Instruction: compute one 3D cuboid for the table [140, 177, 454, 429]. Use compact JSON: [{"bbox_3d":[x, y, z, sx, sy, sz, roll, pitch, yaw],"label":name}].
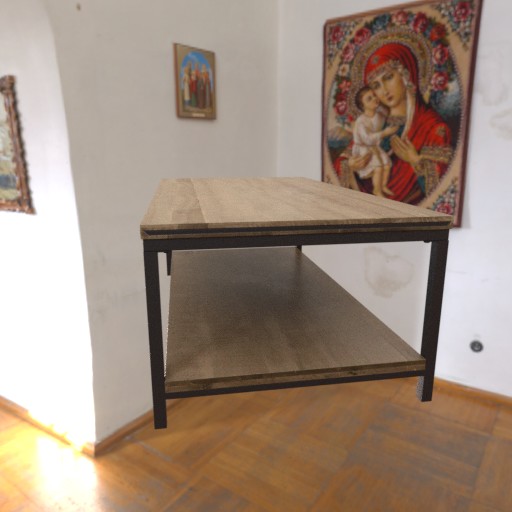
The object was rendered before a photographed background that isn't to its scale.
[{"bbox_3d":[0.000,0.000,1.341,0.574,0.393,1.062,-2,14,-9],"label":"table"}]
